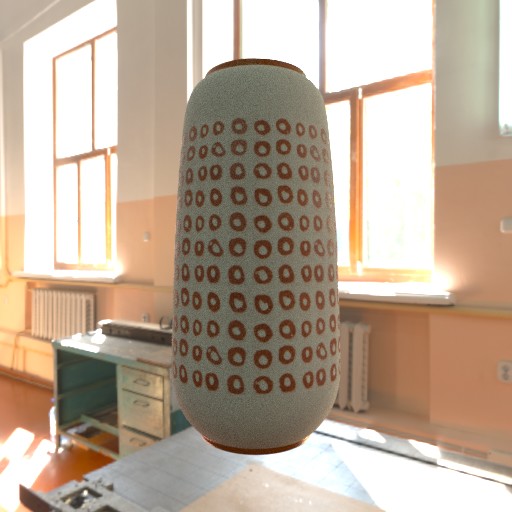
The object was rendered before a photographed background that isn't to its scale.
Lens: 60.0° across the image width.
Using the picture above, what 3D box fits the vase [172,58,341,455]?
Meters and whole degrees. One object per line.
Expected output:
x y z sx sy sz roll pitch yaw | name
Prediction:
0.000 0.000 0.355 0.133 0.282 0.133 0 0 0 | vase
